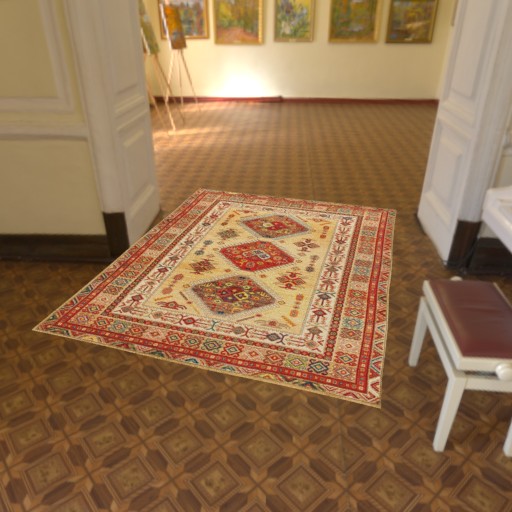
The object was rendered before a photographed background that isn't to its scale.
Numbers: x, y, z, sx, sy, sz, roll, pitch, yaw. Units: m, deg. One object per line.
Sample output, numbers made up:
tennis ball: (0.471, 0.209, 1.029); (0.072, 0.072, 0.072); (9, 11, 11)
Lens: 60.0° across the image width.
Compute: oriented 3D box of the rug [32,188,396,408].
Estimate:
rug: (0.000, 0.000, 4.165); (2.460, 0.005, 3.067); (8, 30, 15)
